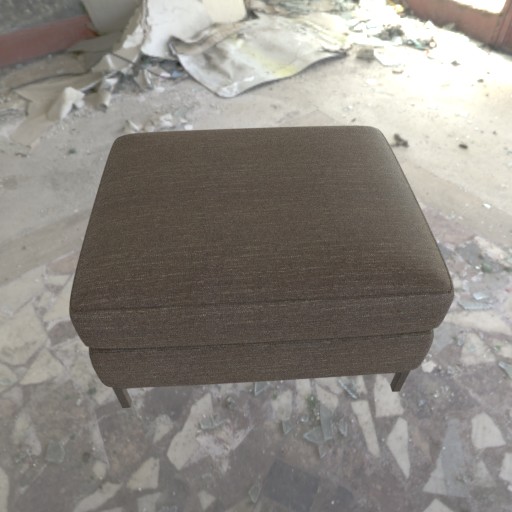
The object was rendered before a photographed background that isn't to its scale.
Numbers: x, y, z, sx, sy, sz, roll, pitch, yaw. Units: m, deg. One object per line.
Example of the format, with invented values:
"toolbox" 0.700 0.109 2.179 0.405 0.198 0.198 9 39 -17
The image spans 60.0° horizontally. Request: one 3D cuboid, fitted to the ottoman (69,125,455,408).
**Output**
"ottoman" 0.000 0.000 1.241 0.820 0.490 0.671 -3 47 -2
